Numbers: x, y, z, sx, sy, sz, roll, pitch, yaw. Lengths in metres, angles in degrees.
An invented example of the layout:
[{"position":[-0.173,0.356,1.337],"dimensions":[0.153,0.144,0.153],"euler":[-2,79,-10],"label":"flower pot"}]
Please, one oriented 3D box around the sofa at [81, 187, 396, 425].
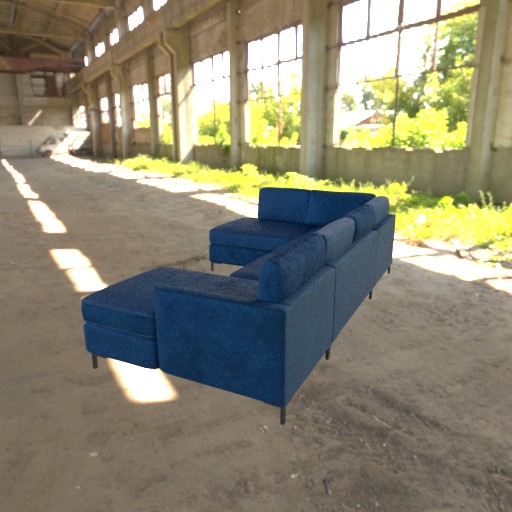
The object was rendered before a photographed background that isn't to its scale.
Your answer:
[{"position":[0.000,0.000,4.332],"dimensions":[2.055,0.992,3.434],"euler":[7,17,26],"label":"sofa"}]
